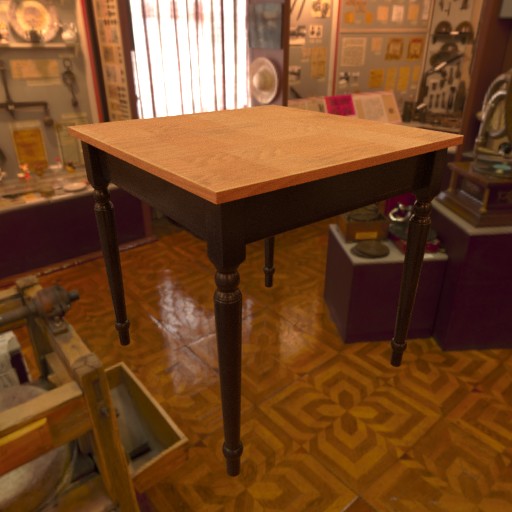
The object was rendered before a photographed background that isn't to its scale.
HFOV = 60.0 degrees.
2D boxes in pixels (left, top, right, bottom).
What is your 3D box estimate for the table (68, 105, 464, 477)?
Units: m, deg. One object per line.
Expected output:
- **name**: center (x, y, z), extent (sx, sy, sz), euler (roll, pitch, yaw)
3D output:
- **table**: center (0.000, 0.000, 1.336), extent (0.747, 0.738, 0.747), euler (-19, 32, -34)
